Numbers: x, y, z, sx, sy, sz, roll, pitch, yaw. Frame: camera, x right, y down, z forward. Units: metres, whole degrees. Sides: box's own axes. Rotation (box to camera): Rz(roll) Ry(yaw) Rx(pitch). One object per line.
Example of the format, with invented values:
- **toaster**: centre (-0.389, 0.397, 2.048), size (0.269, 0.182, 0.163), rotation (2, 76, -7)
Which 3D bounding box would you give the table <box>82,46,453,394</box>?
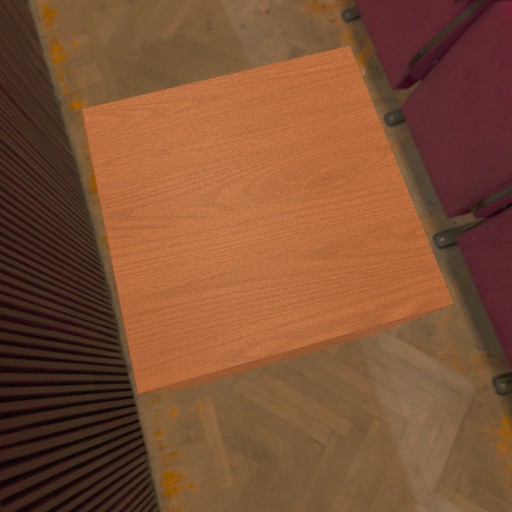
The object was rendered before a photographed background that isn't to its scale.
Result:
- **table**: centre (0.000, 0.000, 0.853), size (0.400, 0.550, 0.400), rotation (-15, 75, -4)
